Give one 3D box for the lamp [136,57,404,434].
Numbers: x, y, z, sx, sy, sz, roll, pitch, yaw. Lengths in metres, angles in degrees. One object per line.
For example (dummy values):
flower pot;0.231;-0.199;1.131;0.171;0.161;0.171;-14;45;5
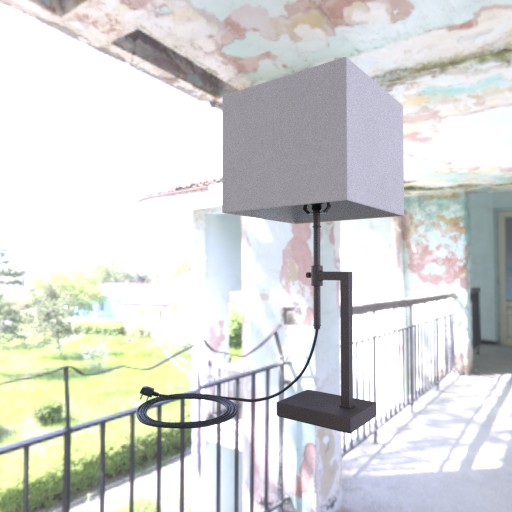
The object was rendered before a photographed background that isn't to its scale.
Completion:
lamp;0.000;0.000;0.952;0.504;0.660;0.399;-1;-2;37
